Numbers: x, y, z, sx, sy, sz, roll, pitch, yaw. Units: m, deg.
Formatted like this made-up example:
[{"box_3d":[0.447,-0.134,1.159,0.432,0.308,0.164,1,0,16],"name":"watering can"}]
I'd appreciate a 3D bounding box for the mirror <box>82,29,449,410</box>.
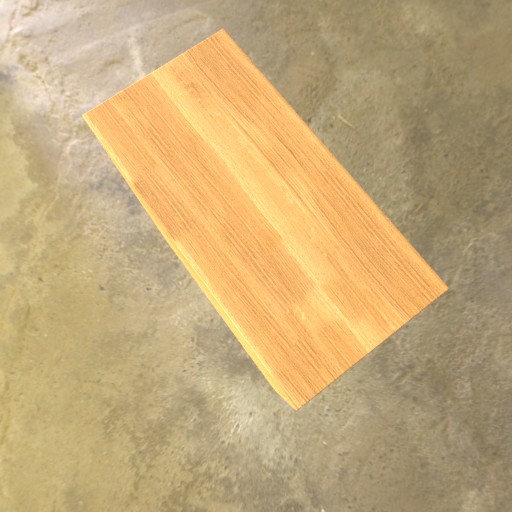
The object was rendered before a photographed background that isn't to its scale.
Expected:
[{"box_3d":[0.000,0.000,1.447,0.400,1.000,0.800,-36,78,-9],"name":"mirror"}]
